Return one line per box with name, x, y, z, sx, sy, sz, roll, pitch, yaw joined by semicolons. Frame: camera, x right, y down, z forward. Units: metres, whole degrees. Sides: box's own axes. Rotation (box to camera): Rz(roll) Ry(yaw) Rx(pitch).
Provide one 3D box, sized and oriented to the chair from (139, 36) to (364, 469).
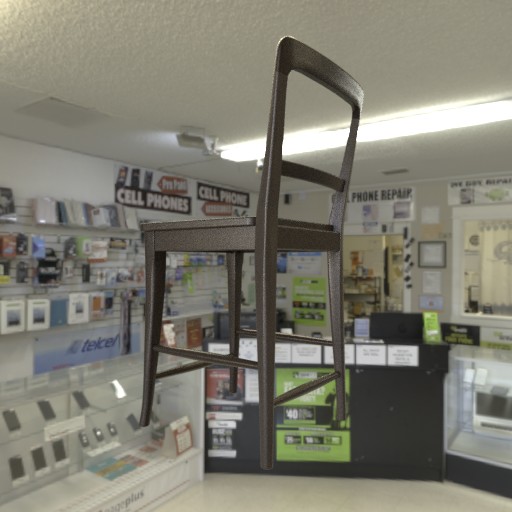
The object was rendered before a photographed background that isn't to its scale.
chair;0.000;0.000;1.300;0.546;0.991;0.450;0;-1;37
